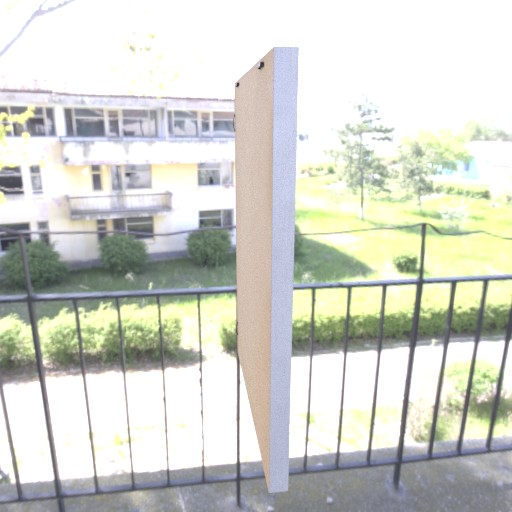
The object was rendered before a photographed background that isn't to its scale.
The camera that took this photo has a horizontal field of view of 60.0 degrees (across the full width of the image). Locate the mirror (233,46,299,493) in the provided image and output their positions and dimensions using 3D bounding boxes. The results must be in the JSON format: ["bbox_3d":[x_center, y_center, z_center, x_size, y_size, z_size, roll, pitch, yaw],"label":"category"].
[{"bbox_3d":[0.000,0.000,0.912,0.039,0.710,0.507,-2,16,-8],"label":"mirror"}]
